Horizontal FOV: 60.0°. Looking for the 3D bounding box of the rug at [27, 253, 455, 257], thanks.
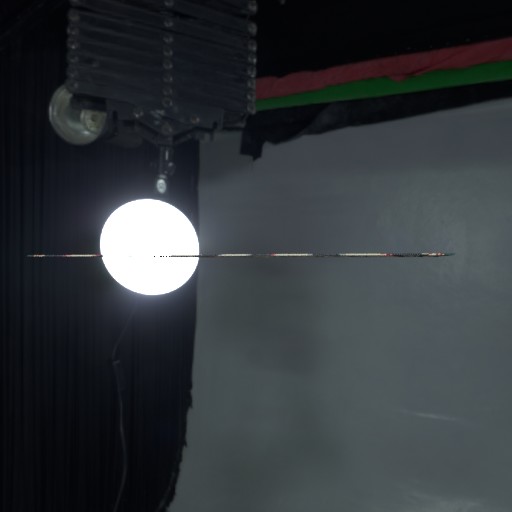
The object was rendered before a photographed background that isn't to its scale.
[{"bbox_3d":[0.000,0.000,2.925,2.311,0.010,1.522,0,-1,20],"label":"rug"}]
